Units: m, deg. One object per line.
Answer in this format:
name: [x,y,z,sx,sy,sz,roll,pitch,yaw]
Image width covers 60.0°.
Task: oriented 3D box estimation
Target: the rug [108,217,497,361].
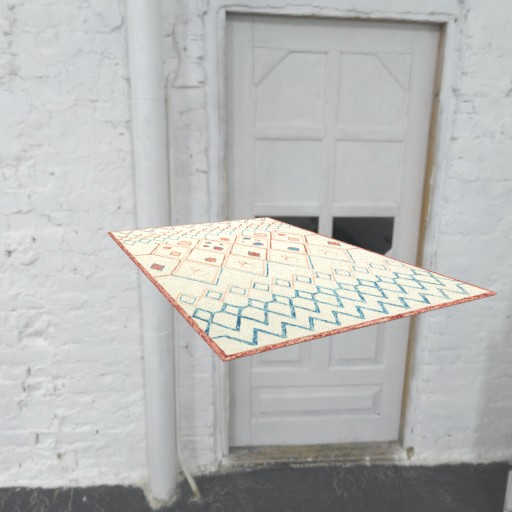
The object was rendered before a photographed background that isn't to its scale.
rug: [0.000,0.000,2.977,1.524,0.015,2.438,-8,17,-26]
